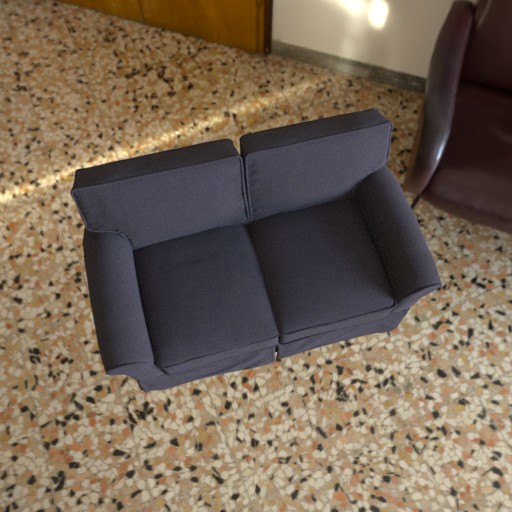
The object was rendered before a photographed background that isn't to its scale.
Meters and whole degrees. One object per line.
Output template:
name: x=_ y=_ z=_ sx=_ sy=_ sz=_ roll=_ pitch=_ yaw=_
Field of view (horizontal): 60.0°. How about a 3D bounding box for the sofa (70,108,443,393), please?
sofa: x=0.000 y=0.000 z=2.488 sx=1.801 sy=1.059 sz=0.997 roll=-13 pitch=65 yaw=-6
